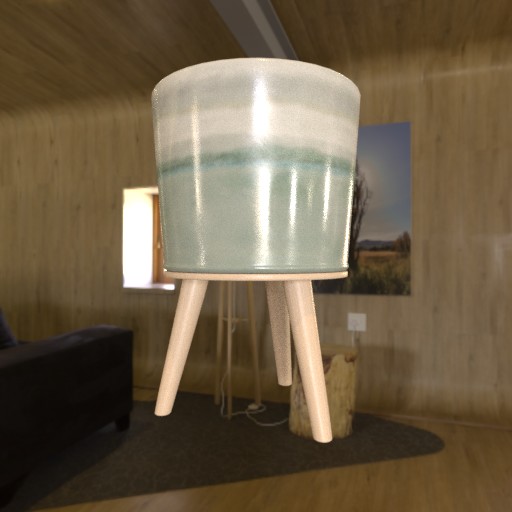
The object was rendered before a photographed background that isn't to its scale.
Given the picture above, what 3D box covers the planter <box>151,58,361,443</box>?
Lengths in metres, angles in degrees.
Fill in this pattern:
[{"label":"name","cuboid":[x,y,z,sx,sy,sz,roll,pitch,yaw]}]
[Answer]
[{"label":"planter","cuboid":[0.000,0.000,0.578,0.265,0.404,0.265,0,0,35]}]
